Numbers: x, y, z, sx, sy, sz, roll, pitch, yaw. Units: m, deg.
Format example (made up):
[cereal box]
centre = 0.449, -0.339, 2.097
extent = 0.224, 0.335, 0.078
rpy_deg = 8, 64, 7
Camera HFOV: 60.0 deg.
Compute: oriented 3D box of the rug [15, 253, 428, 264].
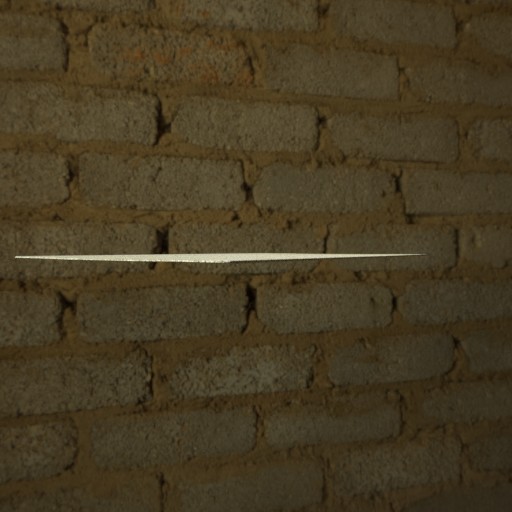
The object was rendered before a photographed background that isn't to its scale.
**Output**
[rug]
centre = 0.000, 0.000, 2.157
extent = 1.143, 0.010, 1.758
rpy_deg = 1, 1, 37
